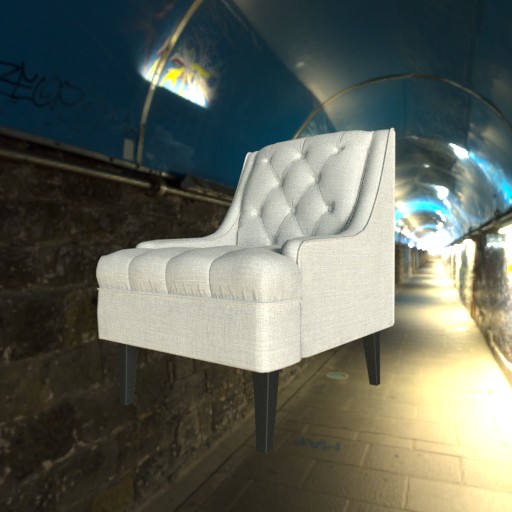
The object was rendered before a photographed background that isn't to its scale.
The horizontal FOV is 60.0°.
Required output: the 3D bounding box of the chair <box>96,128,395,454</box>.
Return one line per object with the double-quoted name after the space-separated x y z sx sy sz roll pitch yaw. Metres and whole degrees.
0.000 0.000 1.419 0.658 0.891 0.772 1 1 38 "chair"
